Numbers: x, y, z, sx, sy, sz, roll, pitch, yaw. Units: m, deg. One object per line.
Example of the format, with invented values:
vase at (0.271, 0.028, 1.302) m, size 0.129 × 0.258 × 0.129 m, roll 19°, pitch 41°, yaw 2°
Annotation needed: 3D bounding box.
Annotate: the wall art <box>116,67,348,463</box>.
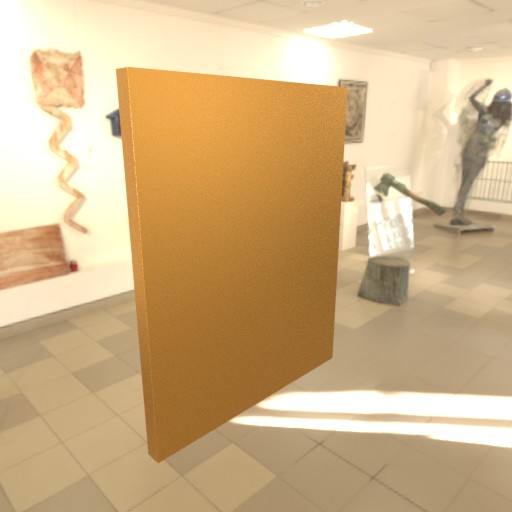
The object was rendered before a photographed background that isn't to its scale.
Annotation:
wall art at (0.000, 0.000, 1.028) m, size 0.610 × 0.762 × 0.038 m, roll -16°, pitch 23°, yaw -42°
